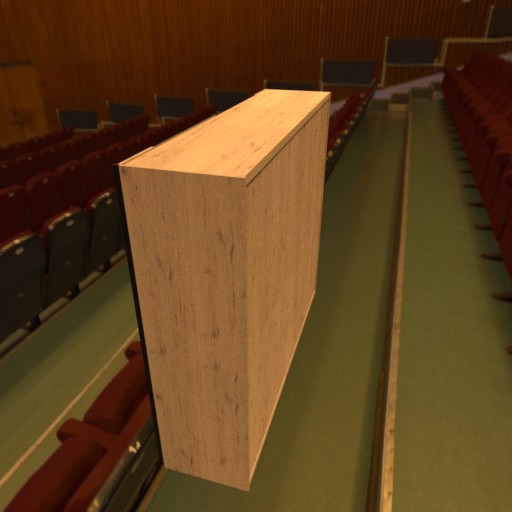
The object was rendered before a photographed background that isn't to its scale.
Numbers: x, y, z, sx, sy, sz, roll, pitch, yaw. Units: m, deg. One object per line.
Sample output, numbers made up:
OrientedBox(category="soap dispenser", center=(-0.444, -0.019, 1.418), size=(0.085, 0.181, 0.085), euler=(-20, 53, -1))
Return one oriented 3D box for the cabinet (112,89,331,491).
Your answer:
OrientedBox(category="cabinet", center=(0.000, 0.000, 3.574), size=(0.660, 2.180, 2.500), euler=(8, 30, 15))
